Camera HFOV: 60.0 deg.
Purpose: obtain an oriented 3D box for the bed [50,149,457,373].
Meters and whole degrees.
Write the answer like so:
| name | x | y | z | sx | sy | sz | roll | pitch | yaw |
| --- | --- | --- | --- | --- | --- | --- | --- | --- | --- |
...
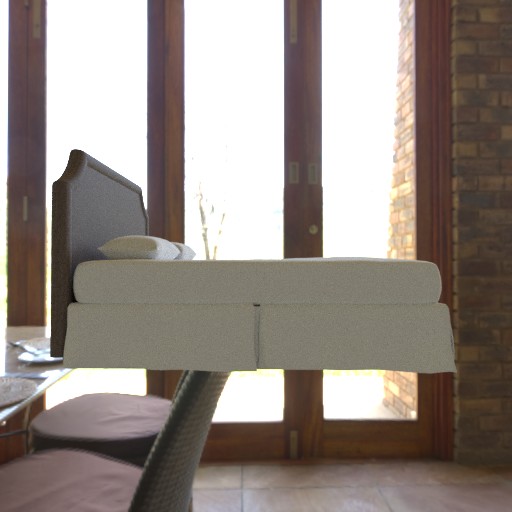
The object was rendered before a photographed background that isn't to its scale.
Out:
| name | x | y | z | sx | sy | sz | roll | pitch | yaw |
| --- | --- | --- | --- | --- | --- | --- | --- | --- | --- |
| bed | 0.000 | 0.000 | 4.091 | 2.773 | 1.590 | 2.350 | 0 | -1 | 1 |
